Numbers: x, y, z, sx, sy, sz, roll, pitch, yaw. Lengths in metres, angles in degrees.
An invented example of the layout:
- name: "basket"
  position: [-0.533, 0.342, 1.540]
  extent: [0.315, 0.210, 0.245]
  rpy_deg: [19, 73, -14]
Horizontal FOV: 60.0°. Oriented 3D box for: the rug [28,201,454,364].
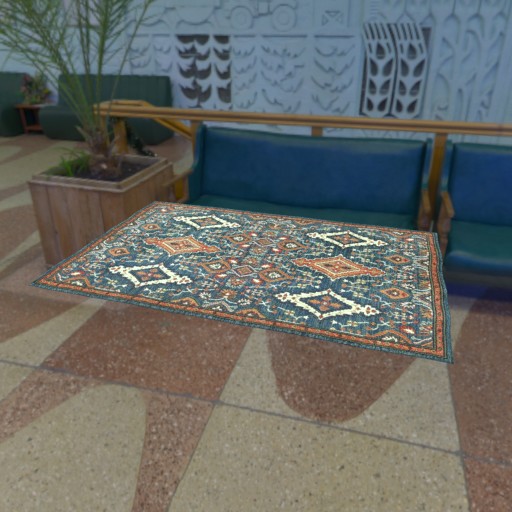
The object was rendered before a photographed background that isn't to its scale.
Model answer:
- name: "rug"
  position: [0.000, 0.000, 4.203]
  extent: [3.371, 0.008, 2.190]
  rpy_deg: [8, 28, 15]
